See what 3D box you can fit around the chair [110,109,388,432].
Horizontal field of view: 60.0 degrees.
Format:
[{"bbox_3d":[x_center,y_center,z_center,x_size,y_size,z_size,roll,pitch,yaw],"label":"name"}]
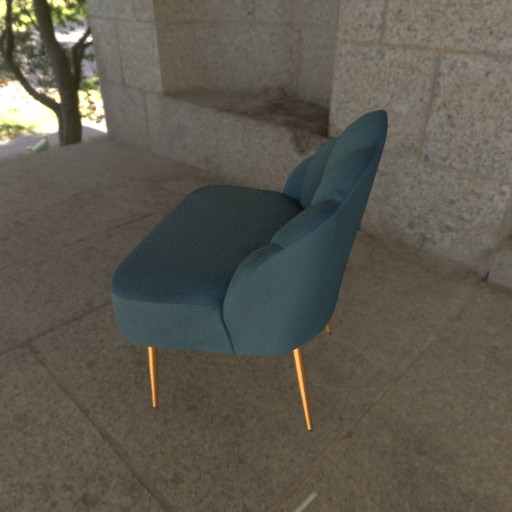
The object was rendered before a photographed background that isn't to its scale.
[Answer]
[{"bbox_3d":[0.000,0.000,1.235,0.599,0.819,0.657,8,32,13],"label":"chair"}]
